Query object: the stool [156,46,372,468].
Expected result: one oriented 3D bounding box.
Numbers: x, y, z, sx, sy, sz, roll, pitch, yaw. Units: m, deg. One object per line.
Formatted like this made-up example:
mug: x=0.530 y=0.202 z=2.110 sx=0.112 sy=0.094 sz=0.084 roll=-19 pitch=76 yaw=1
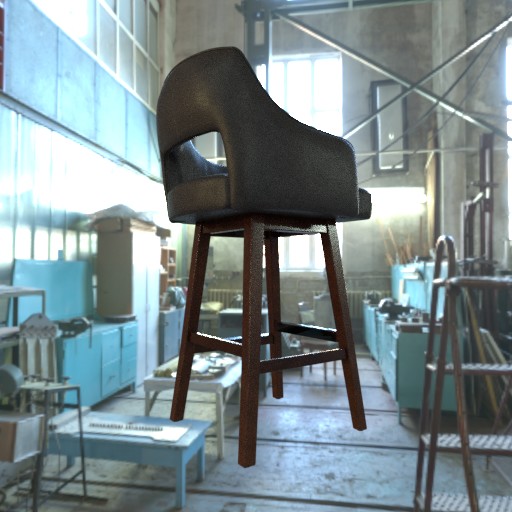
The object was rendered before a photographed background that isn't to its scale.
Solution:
stool: x=0.000 y=0.000 z=1.357 sx=0.560 sy=1.041 sz=0.550 roll=1 pitch=-2 yaw=-36
